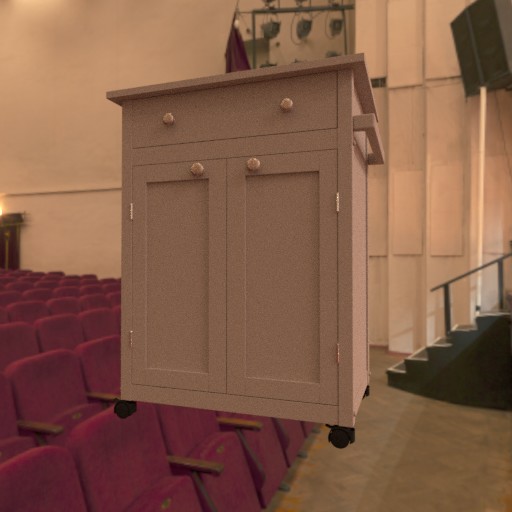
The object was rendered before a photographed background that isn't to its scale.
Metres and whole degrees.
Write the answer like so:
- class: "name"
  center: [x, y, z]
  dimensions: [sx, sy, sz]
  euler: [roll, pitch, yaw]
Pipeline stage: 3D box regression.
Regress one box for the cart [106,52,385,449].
- class: "cart"
  center: [0.000, 0.000, 1.259]
  dimensions: [0.683, 0.864, 0.442]
  euler: [0, -1, 19]
